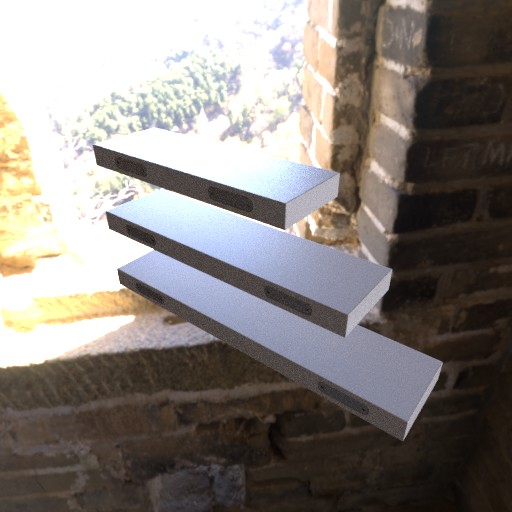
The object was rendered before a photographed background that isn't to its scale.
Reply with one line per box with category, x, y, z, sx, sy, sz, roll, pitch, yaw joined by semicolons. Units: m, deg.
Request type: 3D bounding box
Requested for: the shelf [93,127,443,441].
shelf;0.000;0.000;0.729;0.610;0.293;0.140;22;37;32
